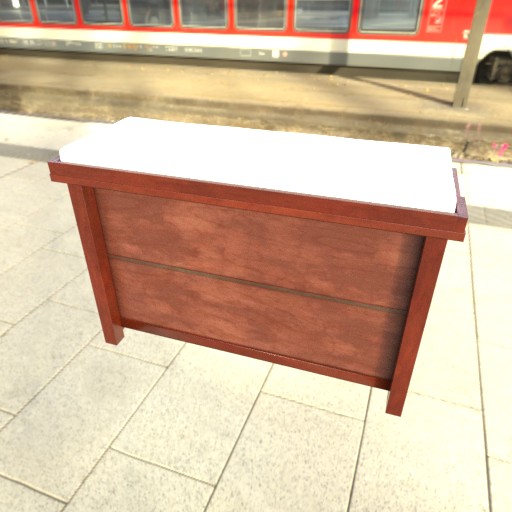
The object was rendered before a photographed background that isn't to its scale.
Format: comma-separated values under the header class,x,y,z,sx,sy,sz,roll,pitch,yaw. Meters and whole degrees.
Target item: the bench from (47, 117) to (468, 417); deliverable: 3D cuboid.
class,x,y,z,sx,sy,sz,roll,pitch,yaw
bench,0.000,0.000,1.285,0.987,0.646,0.369,10,33,15
